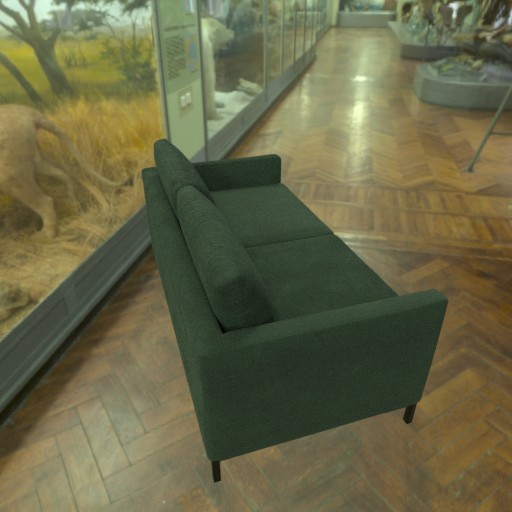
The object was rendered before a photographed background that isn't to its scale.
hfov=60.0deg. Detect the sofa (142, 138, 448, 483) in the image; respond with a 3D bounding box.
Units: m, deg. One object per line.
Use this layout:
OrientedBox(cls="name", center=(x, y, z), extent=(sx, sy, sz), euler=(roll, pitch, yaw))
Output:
OrientedBox(cls="sofa", center=(0.000, 0.000, 2.139), extent=(0.875, 0.817, 1.676), euler=(-10, 32, -16))
